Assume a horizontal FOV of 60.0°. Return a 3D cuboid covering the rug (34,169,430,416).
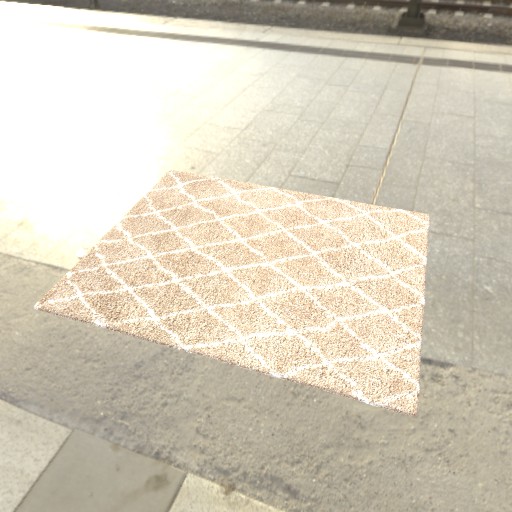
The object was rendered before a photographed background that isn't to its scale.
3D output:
[{"bbox_3d":[0.000,0.000,4.149,3.047,0.029,2.438,12,41,14],"label":"rug"}]
